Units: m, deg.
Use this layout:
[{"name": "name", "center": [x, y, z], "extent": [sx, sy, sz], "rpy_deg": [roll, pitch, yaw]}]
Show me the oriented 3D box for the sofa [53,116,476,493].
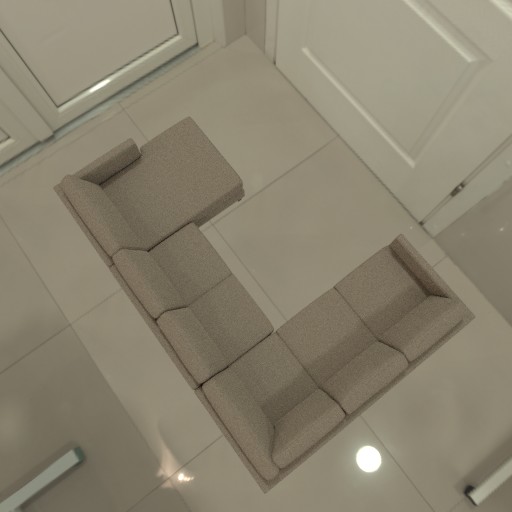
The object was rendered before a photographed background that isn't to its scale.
[{"name": "sofa", "center": [0.000, 0.000, 4.412], "extent": [2.424, 0.865, 3.438], "rpy_deg": [-36, 78, -9]}]
